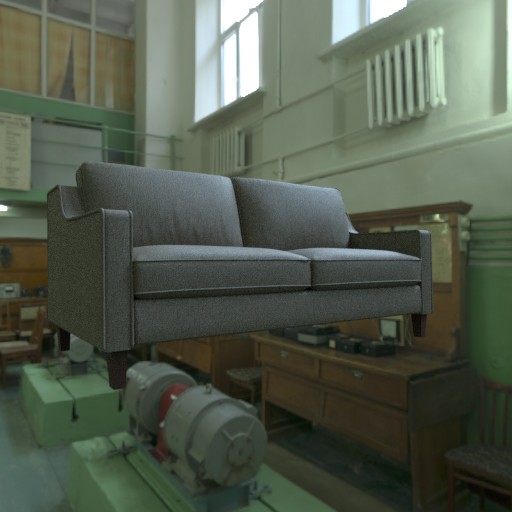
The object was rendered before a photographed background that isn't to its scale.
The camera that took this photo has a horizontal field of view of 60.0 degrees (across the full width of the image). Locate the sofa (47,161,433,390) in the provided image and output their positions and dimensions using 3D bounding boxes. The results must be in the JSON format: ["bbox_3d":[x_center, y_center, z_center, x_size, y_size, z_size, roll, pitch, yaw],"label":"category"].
[{"bbox_3d":[0.000,0.000,2.729,2.181,1.074,1.073,0,-1,-36],"label":"sofa"}]
